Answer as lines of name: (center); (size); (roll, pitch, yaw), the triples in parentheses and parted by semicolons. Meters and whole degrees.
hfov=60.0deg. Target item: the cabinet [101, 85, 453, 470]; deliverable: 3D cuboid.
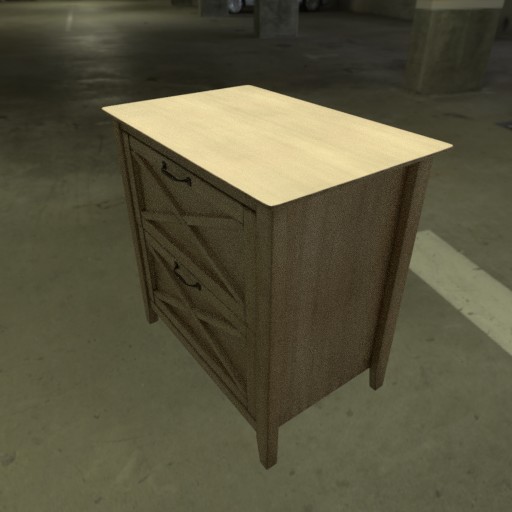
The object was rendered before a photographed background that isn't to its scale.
cabinet: (0.000, 0.000, 1.285); (0.503, 0.762, 0.763); (-22, 38, -30)
